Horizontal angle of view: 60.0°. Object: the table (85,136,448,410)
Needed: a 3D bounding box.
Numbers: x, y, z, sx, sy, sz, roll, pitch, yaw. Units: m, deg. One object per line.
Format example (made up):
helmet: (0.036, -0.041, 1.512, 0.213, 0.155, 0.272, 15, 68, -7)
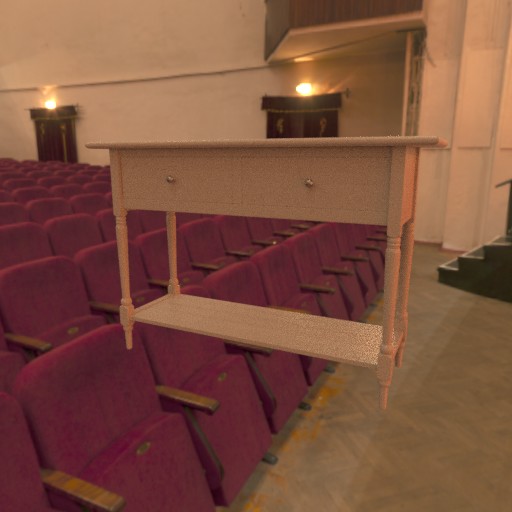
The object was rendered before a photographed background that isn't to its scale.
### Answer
table: (0.000, 0.000, 1.611, 1.197, 0.808, 0.384, 6, 14, 25)
